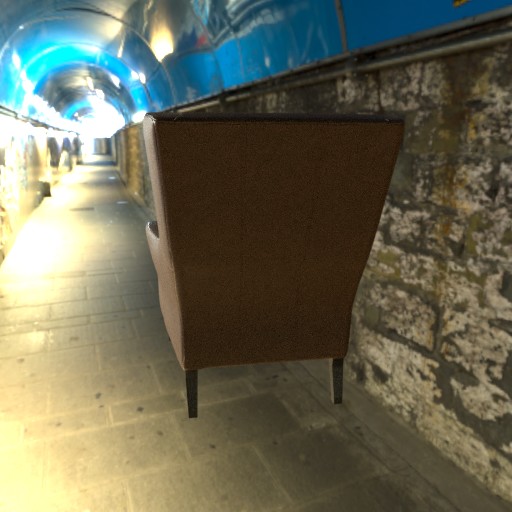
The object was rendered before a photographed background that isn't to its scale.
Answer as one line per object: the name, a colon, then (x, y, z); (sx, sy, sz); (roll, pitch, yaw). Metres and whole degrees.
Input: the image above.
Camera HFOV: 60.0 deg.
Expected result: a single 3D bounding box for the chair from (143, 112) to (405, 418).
chair: (0.000, 0.000, 1.694); (0.852, 1.016, 0.925); (-2, 14, -9)
